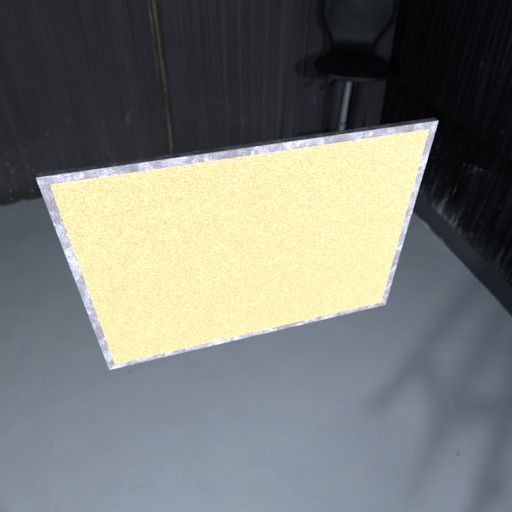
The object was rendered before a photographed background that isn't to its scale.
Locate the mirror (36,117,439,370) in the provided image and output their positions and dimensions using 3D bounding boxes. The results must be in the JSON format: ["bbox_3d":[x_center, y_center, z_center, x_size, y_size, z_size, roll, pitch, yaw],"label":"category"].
[{"bbox_3d":[0.000,0.000,1.445,1.101,0.795,0.022,-11,43,-12],"label":"mirror"}]
